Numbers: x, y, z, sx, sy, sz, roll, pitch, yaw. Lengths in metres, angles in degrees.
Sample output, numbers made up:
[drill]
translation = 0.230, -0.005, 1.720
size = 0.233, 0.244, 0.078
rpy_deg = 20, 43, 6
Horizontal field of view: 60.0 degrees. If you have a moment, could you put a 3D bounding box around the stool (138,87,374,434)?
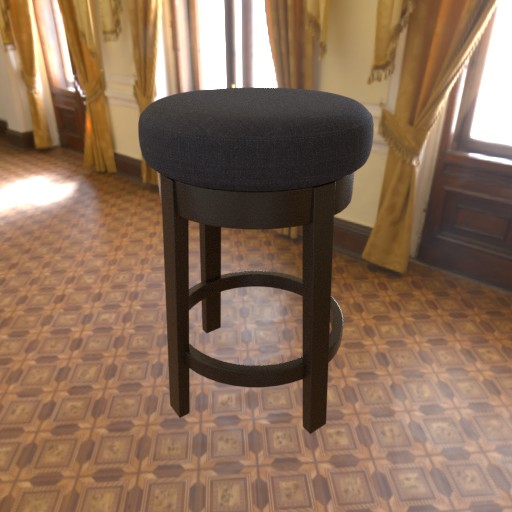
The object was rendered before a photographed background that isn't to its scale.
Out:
[stool]
translation = 0.000, 0.000, 0.956
size = 0.449, 0.655, 0.449
rpy_deg = 0, 28, 0
